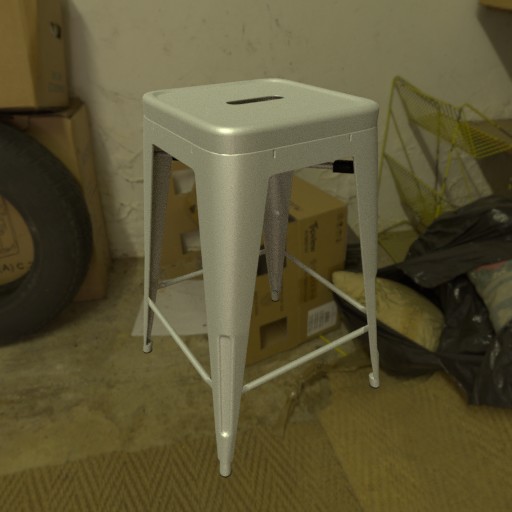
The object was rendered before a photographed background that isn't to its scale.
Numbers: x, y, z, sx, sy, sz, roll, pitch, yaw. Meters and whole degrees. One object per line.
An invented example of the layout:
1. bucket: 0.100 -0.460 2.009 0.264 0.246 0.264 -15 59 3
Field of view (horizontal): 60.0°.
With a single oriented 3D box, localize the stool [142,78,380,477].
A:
1. stool: 0.000 0.000 0.886 0.406 0.610 0.406 -18 35 -28
